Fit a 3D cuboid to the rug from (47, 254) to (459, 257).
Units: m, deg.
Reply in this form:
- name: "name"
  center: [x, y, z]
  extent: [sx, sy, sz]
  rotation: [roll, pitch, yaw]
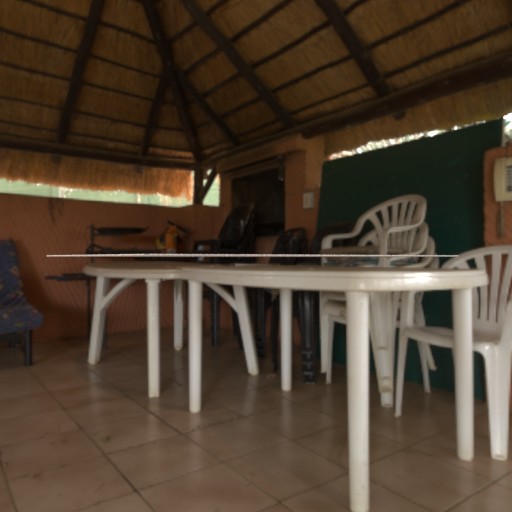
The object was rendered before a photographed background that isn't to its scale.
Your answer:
- name: "rug"
  center: [0.000, 0.000, 2.949]
  extent: [2.238, 0.008, 1.593]
  rotation: [0, 0, -37]
